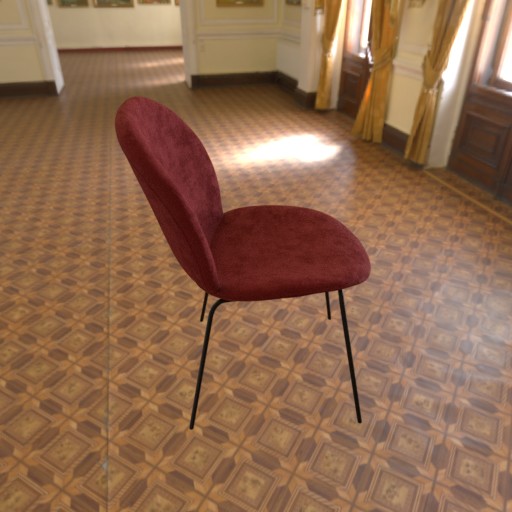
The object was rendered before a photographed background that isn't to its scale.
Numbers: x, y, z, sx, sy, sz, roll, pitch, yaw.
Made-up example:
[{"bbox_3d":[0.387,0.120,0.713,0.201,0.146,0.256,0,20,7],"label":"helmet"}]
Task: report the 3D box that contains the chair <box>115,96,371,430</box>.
[{"bbox_3d":[0.000,0.000,1.168,0.587,0.791,0.458,-1,31,-2],"label":"chair"}]
